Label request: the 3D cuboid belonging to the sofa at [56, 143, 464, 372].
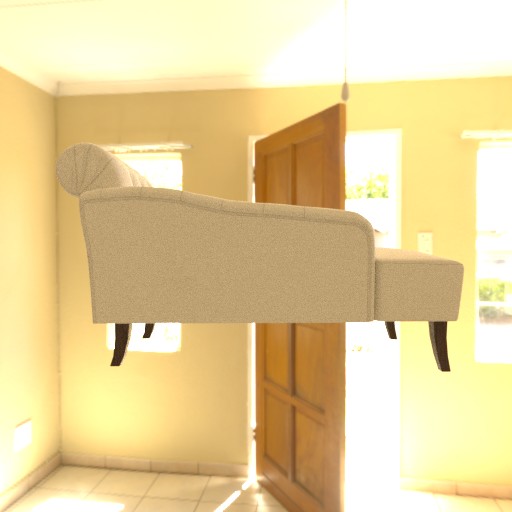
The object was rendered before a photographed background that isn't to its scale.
[{"bbox_3d":[0.000,0.000,1.780,1.379,0.787,0.675,0,1,-1],"label":"sofa"}]
